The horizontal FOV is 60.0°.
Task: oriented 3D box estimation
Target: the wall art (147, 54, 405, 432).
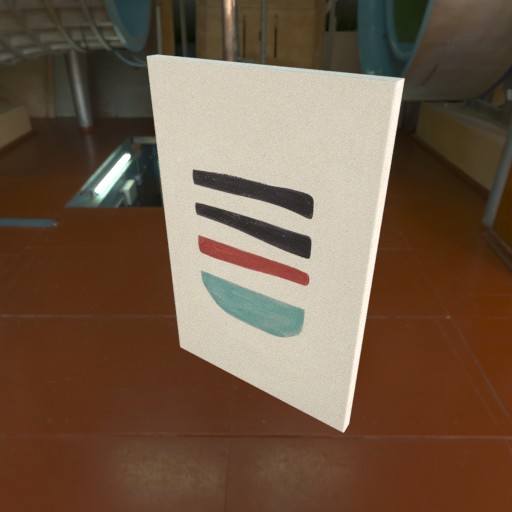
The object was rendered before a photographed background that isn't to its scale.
[{"bbox_3d":[0.000,0.000,1.146,0.607,0.912,0.038,19,36,29],"label":"wall art"}]
